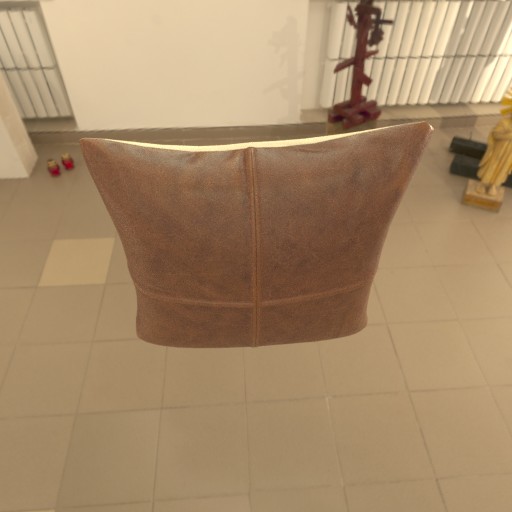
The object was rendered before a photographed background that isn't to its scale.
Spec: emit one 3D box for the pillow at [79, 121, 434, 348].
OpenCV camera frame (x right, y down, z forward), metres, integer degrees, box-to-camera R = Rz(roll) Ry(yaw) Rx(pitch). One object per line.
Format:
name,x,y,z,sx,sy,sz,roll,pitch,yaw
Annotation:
pillow,0.000,0.000,0.744,0.484,0.470,0.192,-3,47,-3
